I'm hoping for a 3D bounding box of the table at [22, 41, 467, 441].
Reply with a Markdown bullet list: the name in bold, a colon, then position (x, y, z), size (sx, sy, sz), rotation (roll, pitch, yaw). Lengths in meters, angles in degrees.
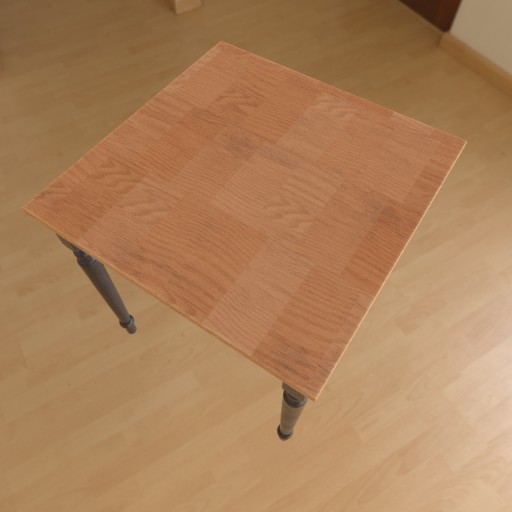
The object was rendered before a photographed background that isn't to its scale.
- **table**: position (0.000, 0.000, 1.345), size (0.747, 0.738, 0.747), rotation (30, 63, 17)
